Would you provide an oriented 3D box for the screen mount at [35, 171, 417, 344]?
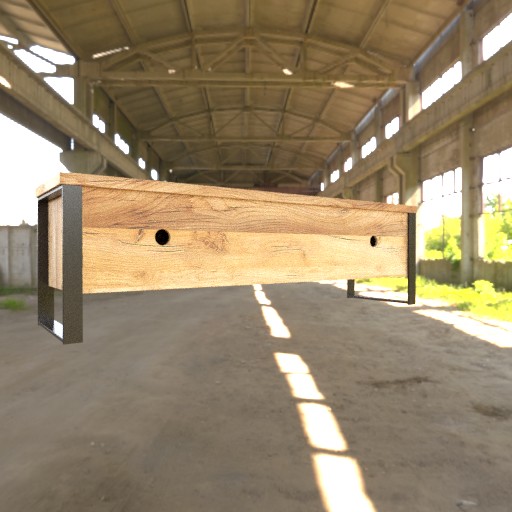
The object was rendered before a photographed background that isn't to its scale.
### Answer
[{"bbox_3d":[0.000,0.000,1.749,1.524,0.450,0.395,0,1,-35],"label":"screen mount"}]
